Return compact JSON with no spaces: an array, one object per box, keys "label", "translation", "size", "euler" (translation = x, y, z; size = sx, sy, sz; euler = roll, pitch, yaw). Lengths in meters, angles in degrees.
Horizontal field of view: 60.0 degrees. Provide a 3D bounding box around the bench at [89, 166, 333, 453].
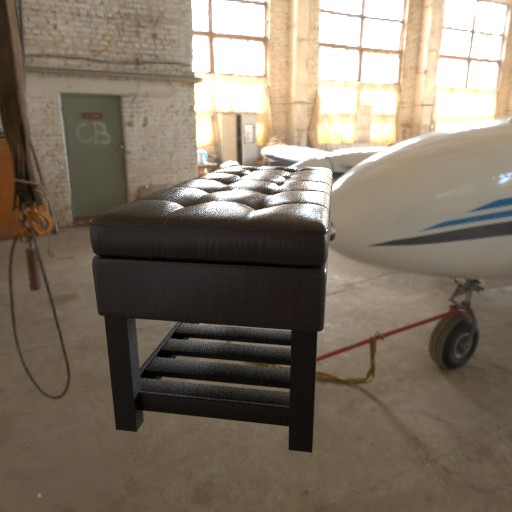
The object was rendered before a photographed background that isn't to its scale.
[{"label":"bench","translation":[0.000,0.000,1.326],"size":[0.432,0.460,1.105],"euler":[3,16,9]}]
